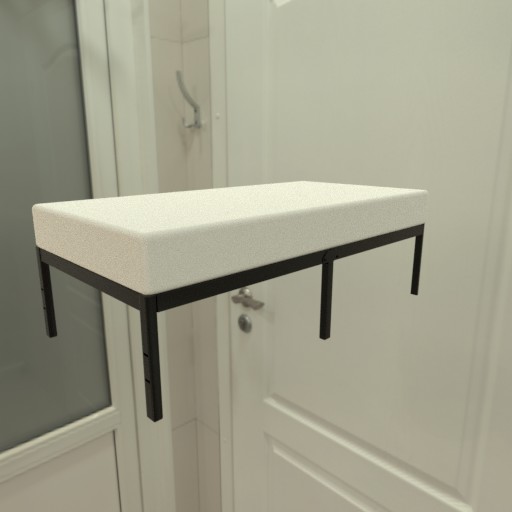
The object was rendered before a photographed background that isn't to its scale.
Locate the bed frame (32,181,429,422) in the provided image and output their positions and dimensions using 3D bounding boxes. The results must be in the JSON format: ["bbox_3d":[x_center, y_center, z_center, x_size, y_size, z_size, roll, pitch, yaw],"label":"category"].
[{"bbox_3d":[0.000,0.000,2.442,1.950,0.659,1.023,-13,19,-42],"label":"bed frame"}]
